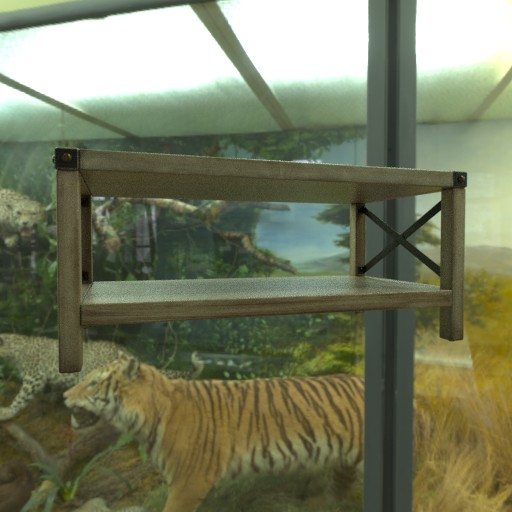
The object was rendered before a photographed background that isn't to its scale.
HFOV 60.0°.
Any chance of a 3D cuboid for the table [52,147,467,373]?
[{"bbox_3d":[0.000,0.000,1.285,1.016,0.456,0.559,-1,2,-18],"label":"table"}]
